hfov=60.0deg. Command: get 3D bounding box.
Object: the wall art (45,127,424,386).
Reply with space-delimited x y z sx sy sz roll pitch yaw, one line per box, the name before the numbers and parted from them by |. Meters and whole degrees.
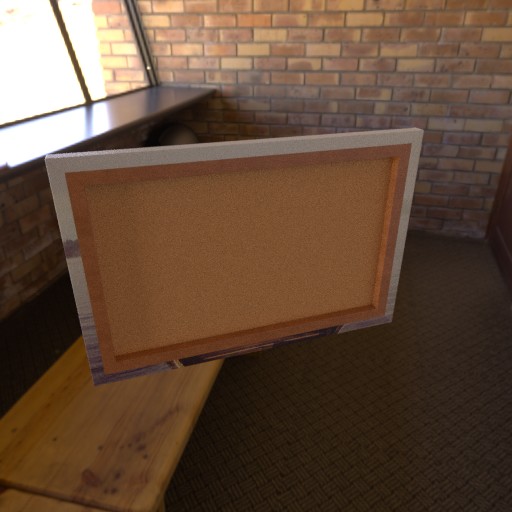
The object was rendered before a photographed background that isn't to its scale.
wall art | 0.000 0.000 1.181 0.916 0.609 0.037 -9 28 -17
